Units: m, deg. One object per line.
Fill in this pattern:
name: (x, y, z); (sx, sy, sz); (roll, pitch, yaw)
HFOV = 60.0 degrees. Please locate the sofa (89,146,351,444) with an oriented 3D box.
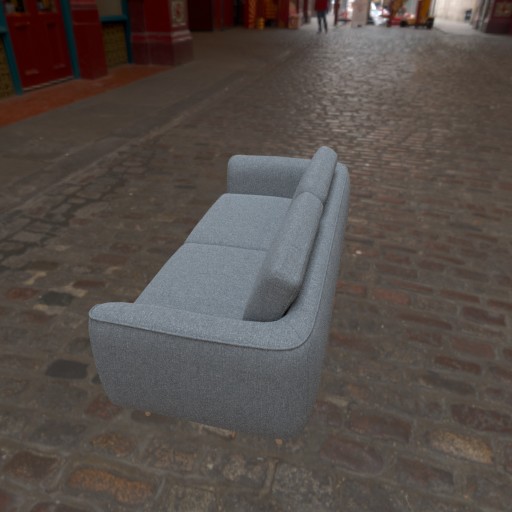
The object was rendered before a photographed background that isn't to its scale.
sofa: (0.000, 0.000, 2.463); (0.920, 0.870, 2.000); (7, 32, 12)
